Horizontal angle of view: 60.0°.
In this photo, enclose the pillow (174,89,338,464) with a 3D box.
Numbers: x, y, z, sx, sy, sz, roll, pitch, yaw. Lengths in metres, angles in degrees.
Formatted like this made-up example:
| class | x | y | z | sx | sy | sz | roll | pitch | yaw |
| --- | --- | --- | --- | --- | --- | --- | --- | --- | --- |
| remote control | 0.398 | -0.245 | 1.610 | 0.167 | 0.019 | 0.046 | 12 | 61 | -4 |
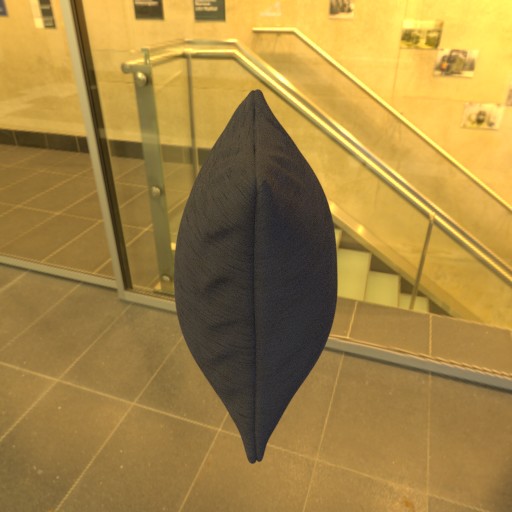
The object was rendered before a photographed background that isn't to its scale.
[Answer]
| class | x | y | z | sx | sy | sz | roll | pitch | yaw |
| --- | --- | --- | --- | --- | --- | --- | --- | --- | --- |
| pillow | 0.000 | 0.000 | 0.682 | 0.246 | 0.414 | 0.432 | 0 | 31 | 0 |
